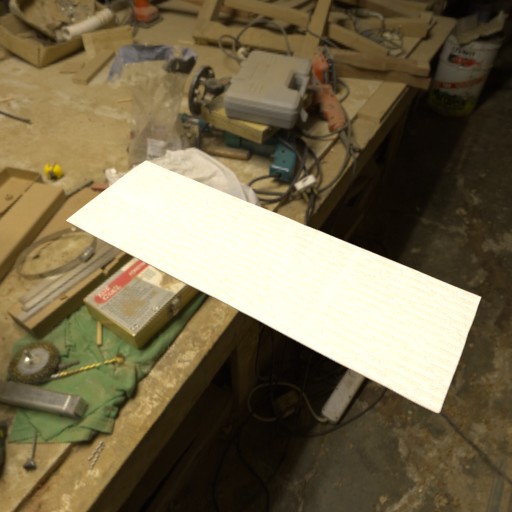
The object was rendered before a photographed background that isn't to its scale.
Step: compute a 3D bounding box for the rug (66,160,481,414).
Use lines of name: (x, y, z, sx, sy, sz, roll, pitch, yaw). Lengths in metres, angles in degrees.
rug: (0.000, 0.000, 2.665, 2.450, 0.014, 0.793, 25, 52, 21)
